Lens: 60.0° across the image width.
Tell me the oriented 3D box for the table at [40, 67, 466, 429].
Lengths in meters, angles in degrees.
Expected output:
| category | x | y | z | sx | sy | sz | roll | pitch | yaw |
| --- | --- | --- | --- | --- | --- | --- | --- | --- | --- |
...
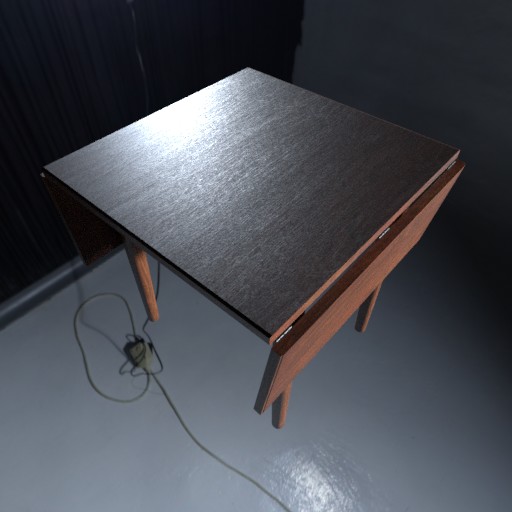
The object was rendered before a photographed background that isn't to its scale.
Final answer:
| category | x | y | z | sx | sy | sz | roll | pitch | yaw |
| --- | --- | --- | --- | --- | --- | --- | --- | --- | --- |
| table | 0.000 | 0.000 | 1.466 | 0.843 | 0.763 | 0.812 | 33 | 55 | 27 |
